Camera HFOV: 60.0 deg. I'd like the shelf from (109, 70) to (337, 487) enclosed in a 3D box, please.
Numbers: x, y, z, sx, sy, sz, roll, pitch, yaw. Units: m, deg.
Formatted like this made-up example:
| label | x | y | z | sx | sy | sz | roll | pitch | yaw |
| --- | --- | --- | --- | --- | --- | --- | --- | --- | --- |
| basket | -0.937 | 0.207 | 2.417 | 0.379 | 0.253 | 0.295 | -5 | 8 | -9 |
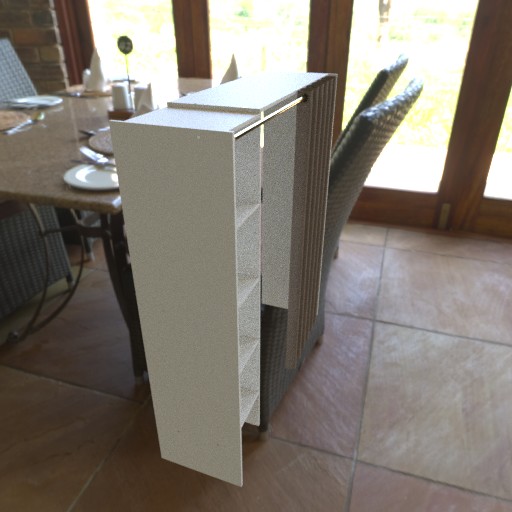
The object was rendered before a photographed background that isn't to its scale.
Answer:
| label | x | y | z | sx | sy | sz | roll | pitch | yaw |
| --- | --- | --- | --- | --- | --- | --- | --- | --- | --- |
| shelf | 0.000 | 0.000 | 2.578 | 0.500 | 1.820 | 1.600 | 11 | 31 | 18 |
